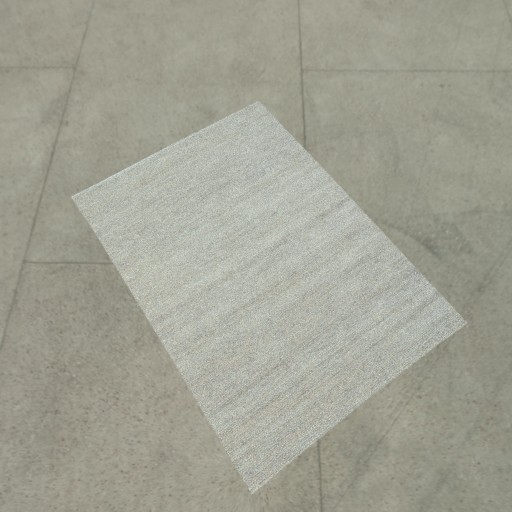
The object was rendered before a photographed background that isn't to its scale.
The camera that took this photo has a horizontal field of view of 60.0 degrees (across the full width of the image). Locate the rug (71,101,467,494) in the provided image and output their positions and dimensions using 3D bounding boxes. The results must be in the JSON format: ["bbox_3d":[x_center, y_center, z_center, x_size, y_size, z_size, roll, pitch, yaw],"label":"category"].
[{"bbox_3d":[0.000,0.000,2.929,1.624,0.030,2.264,-32,68,-15],"label":"rug"}]
